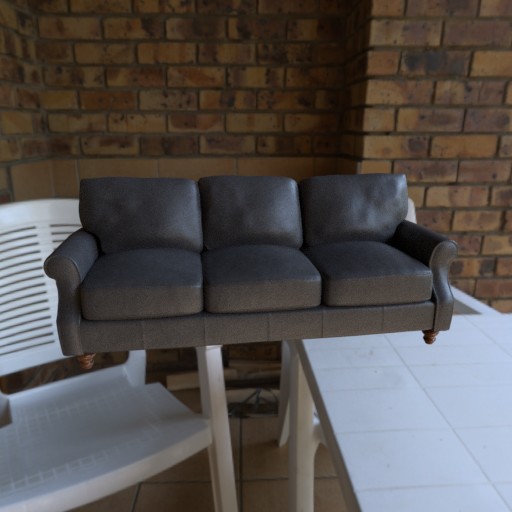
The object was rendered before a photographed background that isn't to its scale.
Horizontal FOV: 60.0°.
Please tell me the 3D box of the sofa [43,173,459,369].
[{"bbox_3d":[0.000,0.000,2.843,2.387,0.977,0.974,-2,16,-8],"label":"sofa"}]
